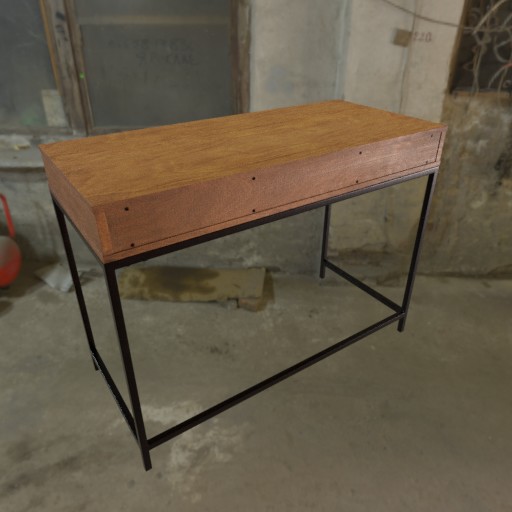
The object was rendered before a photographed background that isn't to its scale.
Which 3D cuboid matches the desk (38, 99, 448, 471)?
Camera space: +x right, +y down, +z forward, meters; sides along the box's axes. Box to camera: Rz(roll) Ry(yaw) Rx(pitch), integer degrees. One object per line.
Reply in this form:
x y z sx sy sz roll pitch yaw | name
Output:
0.000 0.000 1.388 1.016 0.762 0.470 -19 35 -29 | desk
